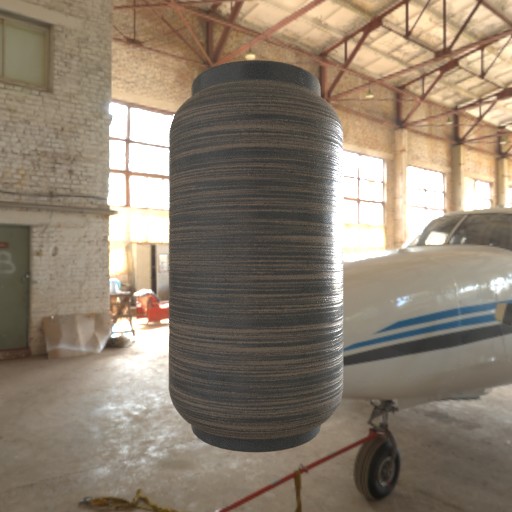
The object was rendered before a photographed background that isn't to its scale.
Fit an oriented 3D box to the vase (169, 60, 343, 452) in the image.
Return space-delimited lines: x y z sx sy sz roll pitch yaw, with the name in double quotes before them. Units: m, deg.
"vase" 0.000 0.000 0.301 0.116 0.230 0.116 0 0 0
